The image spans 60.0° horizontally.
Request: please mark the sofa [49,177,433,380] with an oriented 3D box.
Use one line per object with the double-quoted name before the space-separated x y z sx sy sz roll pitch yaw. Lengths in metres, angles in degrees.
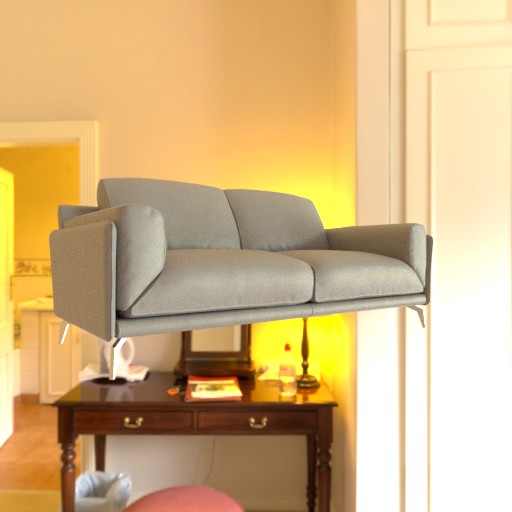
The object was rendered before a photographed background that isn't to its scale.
"sofa" 0.000 0.000 2.645 2.101 0.930 1.049 0 0 -36
